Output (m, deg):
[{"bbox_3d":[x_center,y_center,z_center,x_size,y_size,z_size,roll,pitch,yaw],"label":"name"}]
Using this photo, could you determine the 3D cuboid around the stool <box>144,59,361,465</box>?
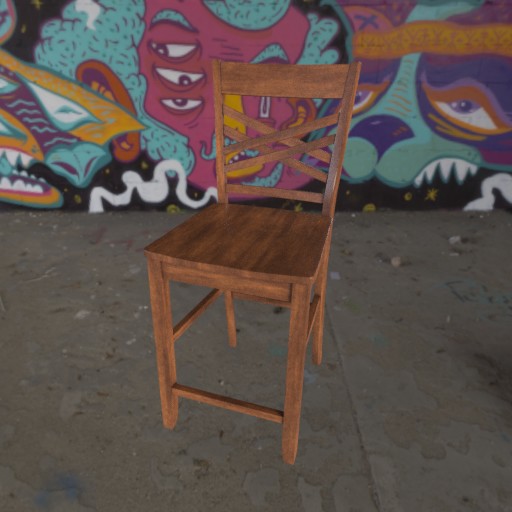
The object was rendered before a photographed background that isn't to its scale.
[{"bbox_3d":[0.000,0.000,1.358,0.462,1.079,0.539,9,28,17],"label":"stool"}]
